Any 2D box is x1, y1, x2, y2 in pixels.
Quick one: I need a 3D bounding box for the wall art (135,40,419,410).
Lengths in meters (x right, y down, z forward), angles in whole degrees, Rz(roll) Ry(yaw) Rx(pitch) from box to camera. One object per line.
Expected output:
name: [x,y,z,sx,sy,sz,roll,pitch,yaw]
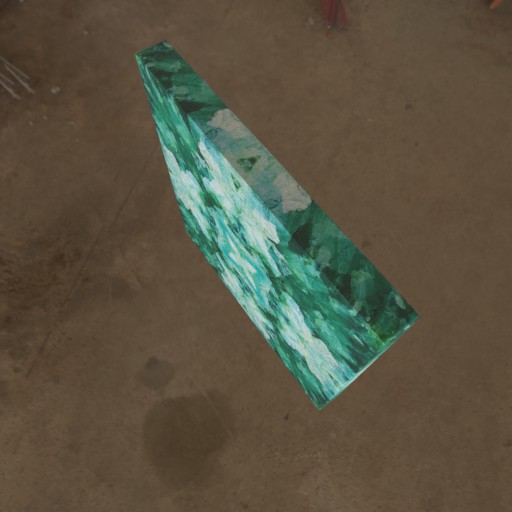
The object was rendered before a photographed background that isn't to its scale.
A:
wall art: [0.000,0.000,0.469,0.033,0.313,0.313,-33,68,-15]
